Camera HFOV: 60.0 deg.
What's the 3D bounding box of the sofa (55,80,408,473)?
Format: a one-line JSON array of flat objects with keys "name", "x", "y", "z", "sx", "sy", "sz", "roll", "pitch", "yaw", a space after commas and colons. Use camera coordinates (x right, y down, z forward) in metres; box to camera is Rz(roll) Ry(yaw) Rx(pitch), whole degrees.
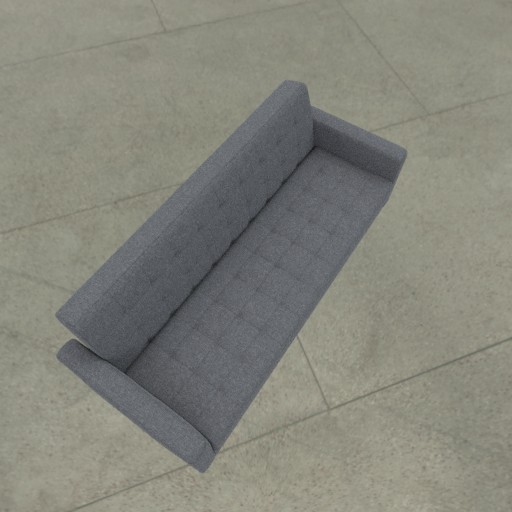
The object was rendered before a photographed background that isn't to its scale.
[{"name": "sofa", "x": 0.000, "y": 0.000, "z": 2.413, "sx": 0.810, "sy": 0.850, "sz": 2.040, "roll": 31, "pitch": 64, "yaw": 17}]
